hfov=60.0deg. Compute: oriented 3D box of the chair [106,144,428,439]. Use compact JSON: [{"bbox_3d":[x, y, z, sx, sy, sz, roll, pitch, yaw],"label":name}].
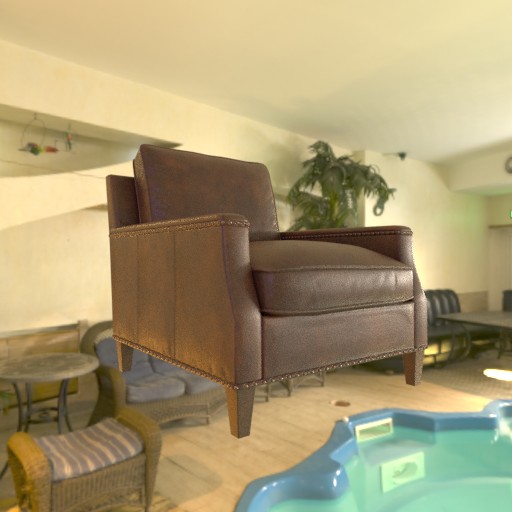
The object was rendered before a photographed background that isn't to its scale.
[{"bbox_3d":[0.000,0.000,1.728,0.853,0.929,1.014,0,0,-37],"label":"chair"}]
